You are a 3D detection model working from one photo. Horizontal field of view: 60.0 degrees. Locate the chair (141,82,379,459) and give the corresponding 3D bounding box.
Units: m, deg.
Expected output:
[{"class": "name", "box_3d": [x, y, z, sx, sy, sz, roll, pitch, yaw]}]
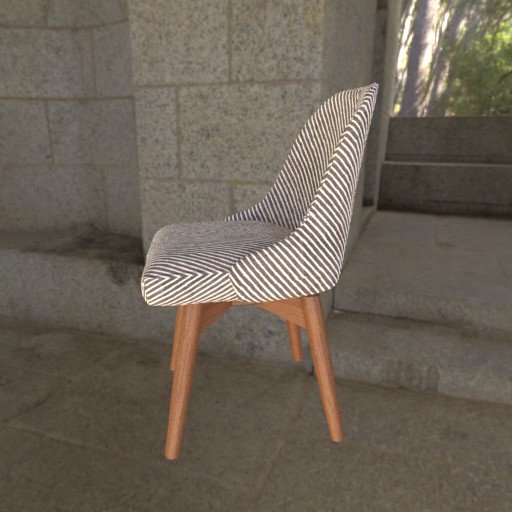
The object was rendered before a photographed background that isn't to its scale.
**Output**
[{"class": "chair", "box_3d": [0.000, 0.000, 1.217, 0.591, 0.883, 0.504, -2, 16, -8]}]
